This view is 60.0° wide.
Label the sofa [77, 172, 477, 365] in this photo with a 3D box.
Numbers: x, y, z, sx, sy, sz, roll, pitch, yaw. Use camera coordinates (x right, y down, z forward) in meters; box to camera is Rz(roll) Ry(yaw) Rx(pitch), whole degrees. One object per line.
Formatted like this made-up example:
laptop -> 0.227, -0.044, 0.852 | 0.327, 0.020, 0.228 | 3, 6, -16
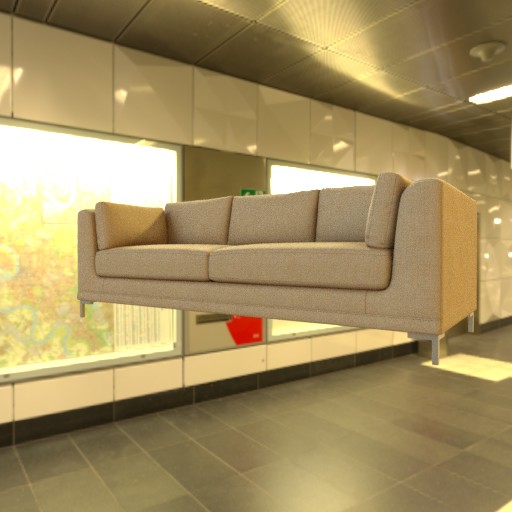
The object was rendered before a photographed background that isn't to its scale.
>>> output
sofa -> 0.000, 0.000, 2.824 | 2.415, 0.867, 0.969 | 0, 1, 34
